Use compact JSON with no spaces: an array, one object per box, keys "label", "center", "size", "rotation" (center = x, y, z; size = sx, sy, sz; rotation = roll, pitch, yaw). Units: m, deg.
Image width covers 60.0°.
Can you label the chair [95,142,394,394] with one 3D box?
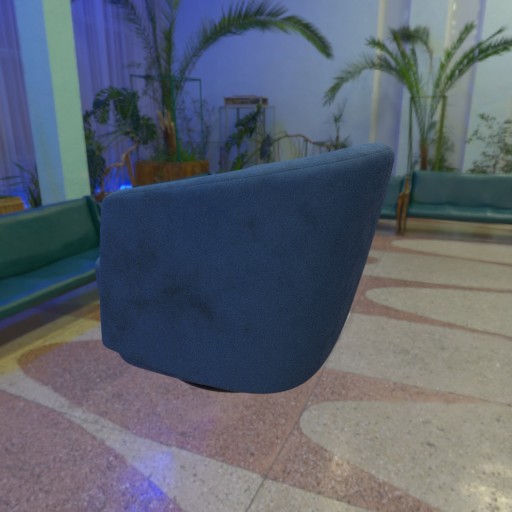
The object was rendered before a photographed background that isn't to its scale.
[{"label":"chair","center":[0.000,0.000,1.386],"size":[0.767,0.698,0.773],"rotation":[8,18,25]}]
